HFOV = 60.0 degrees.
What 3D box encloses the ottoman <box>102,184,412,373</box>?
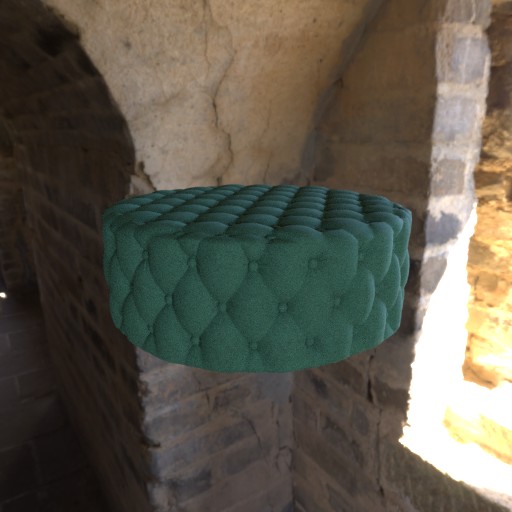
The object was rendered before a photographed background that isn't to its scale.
[{"bbox_3d":[0.000,0.000,1.524,0.998,0.399,0.998,0,16,0],"label":"ottoman"}]
